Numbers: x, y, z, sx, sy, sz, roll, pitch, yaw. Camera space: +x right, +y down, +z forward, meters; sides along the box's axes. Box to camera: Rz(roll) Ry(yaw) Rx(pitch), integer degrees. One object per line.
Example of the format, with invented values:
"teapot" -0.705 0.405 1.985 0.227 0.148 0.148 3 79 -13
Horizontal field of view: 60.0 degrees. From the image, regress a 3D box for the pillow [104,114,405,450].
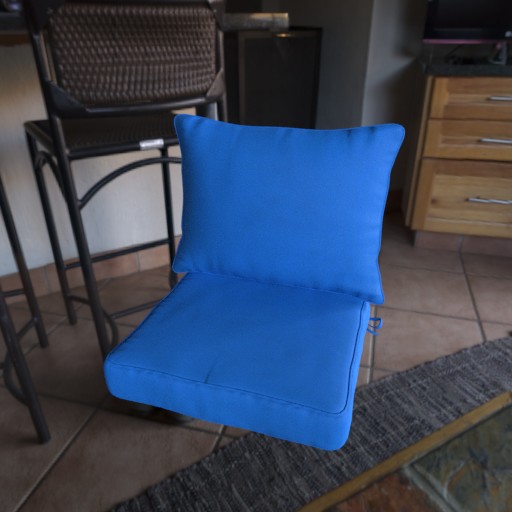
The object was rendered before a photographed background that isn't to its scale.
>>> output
"pillow" 0.000 0.000 1.345 0.798 0.725 0.733 8 27 16
